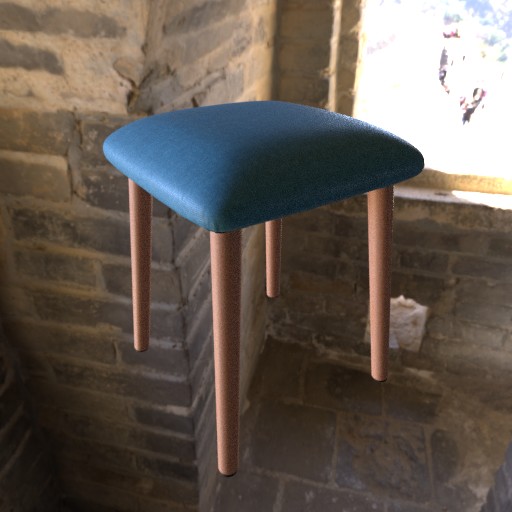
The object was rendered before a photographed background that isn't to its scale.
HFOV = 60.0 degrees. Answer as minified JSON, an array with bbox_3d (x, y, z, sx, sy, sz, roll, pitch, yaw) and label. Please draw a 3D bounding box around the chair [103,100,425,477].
[{"bbox_3d":[0.000,0.000,0.716,0.360,0.450,0.360,-19,34,-30],"label":"chair"}]
